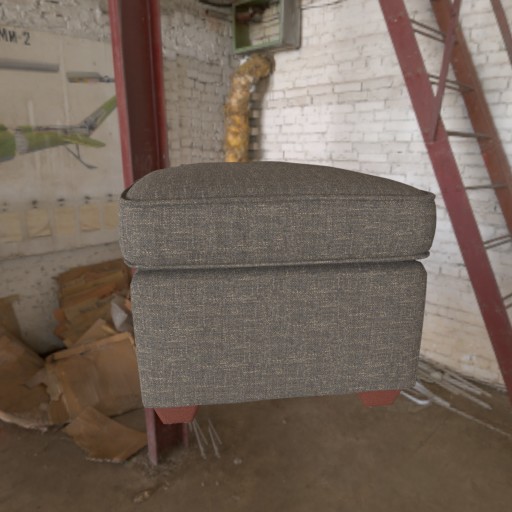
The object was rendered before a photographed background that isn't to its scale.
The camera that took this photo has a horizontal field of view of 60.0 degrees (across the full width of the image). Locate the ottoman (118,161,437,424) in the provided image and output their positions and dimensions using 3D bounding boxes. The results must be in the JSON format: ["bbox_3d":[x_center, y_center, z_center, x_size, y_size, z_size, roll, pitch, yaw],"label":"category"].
[{"bbox_3d":[0.000,0.000,1.089,0.549,0.450,0.749,-2,15,-8],"label":"ottoman"}]
